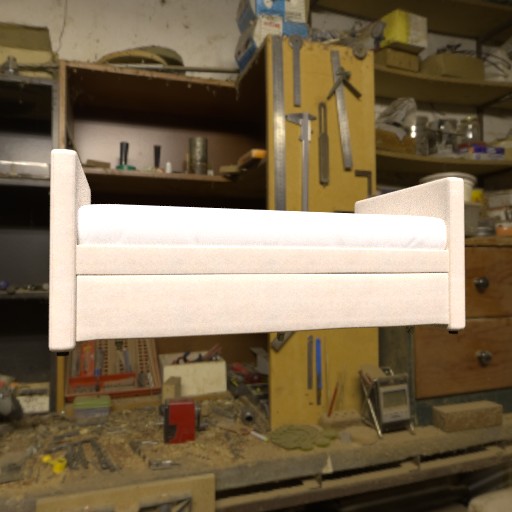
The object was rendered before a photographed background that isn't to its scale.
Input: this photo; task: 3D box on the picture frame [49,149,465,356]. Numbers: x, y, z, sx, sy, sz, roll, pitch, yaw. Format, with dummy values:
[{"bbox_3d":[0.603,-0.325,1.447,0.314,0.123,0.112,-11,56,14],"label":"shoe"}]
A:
[{"bbox_3d":[0.000,0.000,2.697,2.161,0.891,1.069,0,-1,-17],"label":"picture frame"}]
